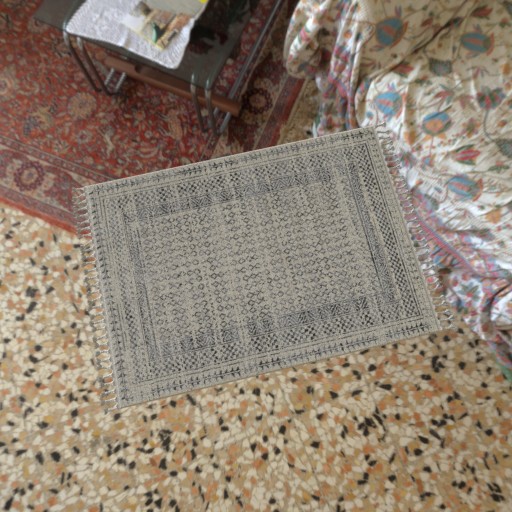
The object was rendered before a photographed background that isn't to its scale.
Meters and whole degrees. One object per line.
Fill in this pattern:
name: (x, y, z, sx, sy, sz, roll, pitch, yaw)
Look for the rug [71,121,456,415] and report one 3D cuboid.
rug: (0.000, 0.000, 2.391, 1.872, 0.013, 1.243, -13, 76, -3)
